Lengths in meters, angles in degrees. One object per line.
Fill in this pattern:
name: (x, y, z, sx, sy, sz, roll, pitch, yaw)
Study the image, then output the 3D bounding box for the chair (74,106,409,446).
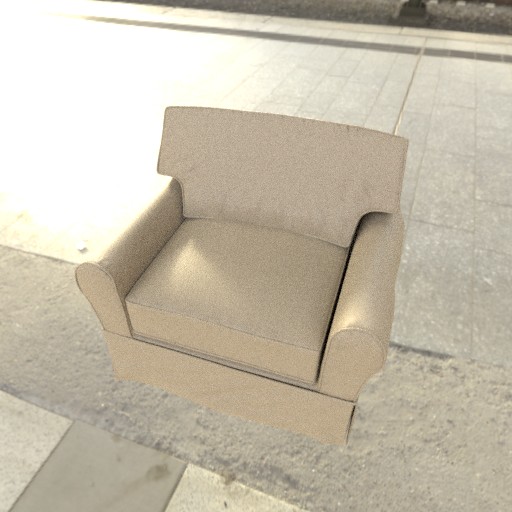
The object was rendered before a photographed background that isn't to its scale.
chair: (0.000, 0.000, 1.779, 1.096, 0.937, 0.903, 12, 42, 14)
